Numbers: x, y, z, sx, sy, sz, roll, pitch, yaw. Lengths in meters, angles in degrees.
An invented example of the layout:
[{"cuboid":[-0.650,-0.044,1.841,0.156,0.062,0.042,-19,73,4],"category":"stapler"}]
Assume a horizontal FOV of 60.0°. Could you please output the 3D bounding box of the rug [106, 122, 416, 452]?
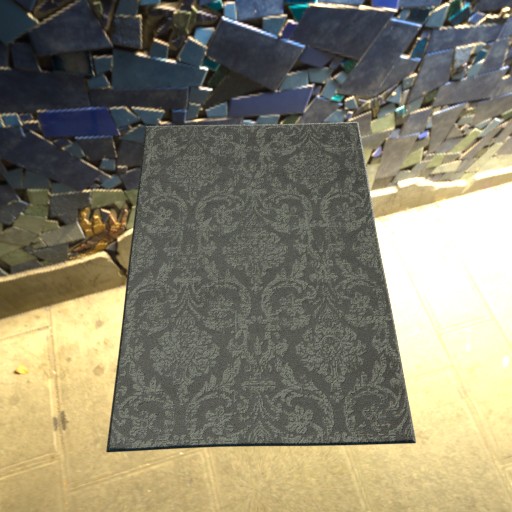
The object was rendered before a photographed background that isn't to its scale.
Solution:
[{"cuboid":[0.000,0.000,2.768,1.578,0.014,2.206,-1,62,-1],"category":"rug"}]
